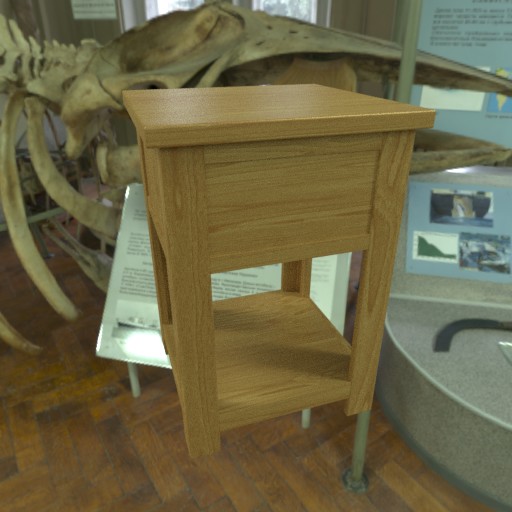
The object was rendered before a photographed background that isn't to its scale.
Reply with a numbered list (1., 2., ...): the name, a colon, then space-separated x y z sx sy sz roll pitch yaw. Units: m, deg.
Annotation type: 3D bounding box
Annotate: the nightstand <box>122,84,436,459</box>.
1. nightstand: 0.000 0.000 0.911 0.428 0.614 0.418 -9 28 -17
